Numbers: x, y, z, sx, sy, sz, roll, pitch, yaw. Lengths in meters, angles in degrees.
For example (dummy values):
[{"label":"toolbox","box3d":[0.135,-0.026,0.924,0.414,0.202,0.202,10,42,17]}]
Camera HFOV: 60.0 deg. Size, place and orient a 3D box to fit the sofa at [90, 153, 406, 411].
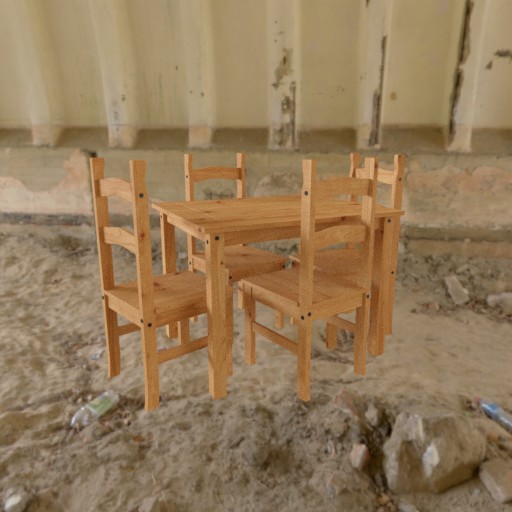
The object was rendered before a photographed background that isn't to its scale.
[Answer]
[{"label":"sofa","box3d":[0.000,0.000,2.265,1.529,1.000,1.144,-7,16,-26]}]
